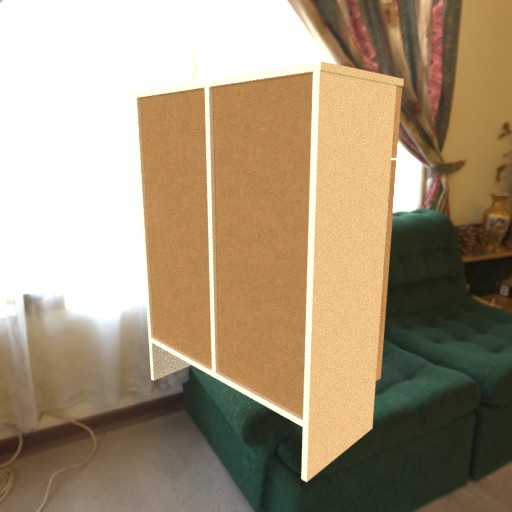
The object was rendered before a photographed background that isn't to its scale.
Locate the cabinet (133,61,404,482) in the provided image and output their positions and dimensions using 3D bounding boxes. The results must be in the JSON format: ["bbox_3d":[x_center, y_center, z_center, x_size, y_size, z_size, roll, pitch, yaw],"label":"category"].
[{"bbox_3d":[0.000,0.000,1.133,0.296,0.815,0.600,-13,19,-43],"label":"cabinet"}]
